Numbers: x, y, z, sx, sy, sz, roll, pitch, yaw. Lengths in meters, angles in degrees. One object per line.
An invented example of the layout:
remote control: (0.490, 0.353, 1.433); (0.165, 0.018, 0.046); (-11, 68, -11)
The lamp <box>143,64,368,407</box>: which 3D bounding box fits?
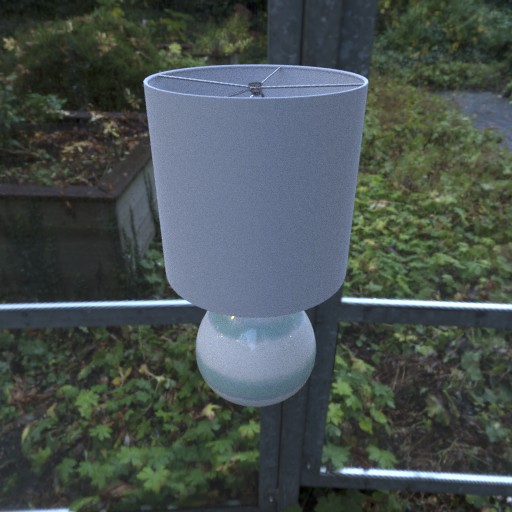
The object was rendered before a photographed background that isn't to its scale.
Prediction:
lamp: (0.000, 0.000, 0.536); (0.217, 0.404, 0.217); (8, 31, 14)
